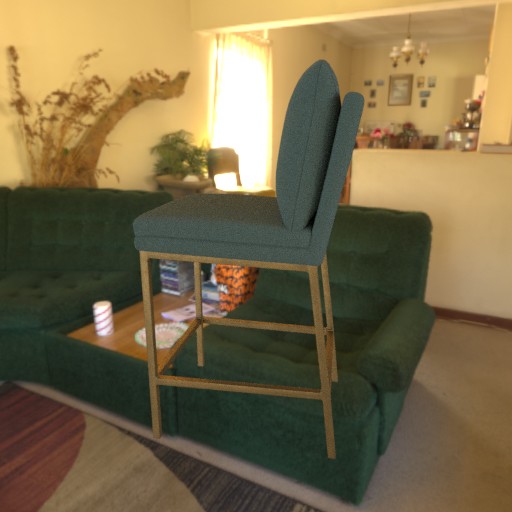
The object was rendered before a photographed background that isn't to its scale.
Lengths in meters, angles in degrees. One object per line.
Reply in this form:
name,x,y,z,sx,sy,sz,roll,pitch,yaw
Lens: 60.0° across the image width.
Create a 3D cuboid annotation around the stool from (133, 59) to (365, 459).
stool,0.000,0.000,1.340,0.568,1.032,0.463,3,16,11
